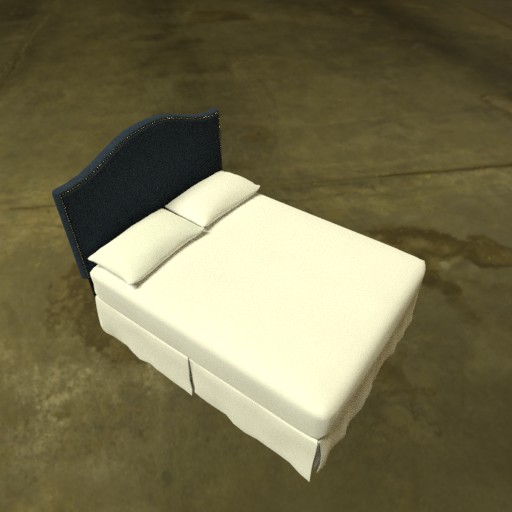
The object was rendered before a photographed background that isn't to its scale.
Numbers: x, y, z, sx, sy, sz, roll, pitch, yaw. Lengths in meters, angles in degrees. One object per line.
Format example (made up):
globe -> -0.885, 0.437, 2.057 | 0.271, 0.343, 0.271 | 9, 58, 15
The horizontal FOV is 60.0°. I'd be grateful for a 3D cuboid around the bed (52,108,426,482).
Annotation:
bed -> 0.000, 0.000, 3.247 | 2.153, 1.518, 1.713 | 26, 47, 26
